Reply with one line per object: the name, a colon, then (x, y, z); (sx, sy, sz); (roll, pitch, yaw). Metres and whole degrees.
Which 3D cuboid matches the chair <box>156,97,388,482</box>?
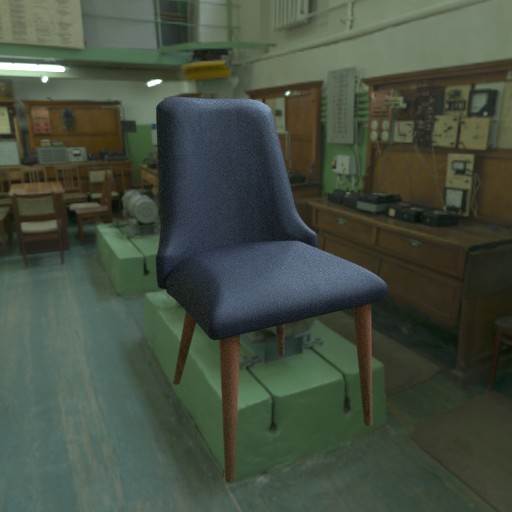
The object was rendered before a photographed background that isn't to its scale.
chair: (0.000, 0.000, 1.183); (0.504, 0.820, 0.567); (-9, 19, -27)
